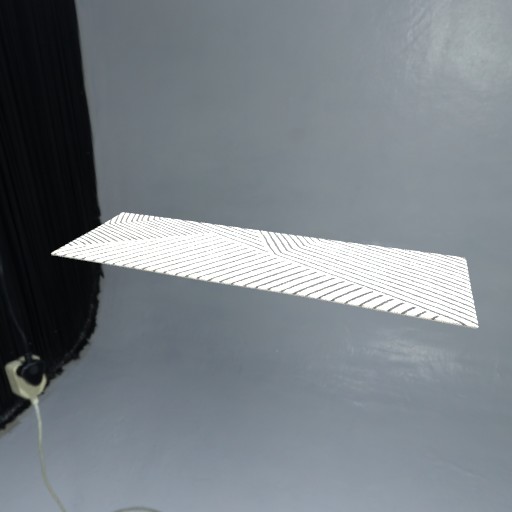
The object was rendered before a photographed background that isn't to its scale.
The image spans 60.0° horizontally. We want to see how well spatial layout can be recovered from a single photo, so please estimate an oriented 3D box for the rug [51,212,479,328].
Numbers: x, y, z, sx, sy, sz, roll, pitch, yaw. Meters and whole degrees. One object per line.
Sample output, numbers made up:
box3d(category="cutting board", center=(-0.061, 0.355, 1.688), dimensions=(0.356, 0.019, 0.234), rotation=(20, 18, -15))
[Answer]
box3d(category="rug", center=(0.000, 0.000, 2.729), dimensions=(2.439, 0.020, 0.773), rotation=(9, 27, 17))
